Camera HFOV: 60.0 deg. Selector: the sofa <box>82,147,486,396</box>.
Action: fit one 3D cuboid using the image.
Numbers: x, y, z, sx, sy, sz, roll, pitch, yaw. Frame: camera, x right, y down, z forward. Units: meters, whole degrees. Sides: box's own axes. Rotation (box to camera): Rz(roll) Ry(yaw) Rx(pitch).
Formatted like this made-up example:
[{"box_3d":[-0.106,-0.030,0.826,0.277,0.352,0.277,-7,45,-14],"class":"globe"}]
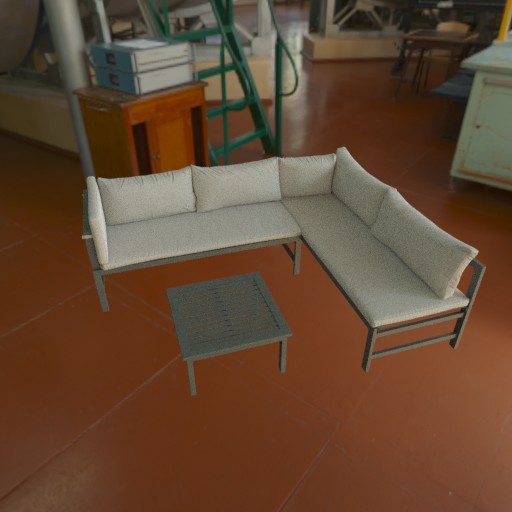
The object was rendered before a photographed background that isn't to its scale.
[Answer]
[{"box_3d":[0.000,0.000,2.932,2.096,0.758,1.658,-10,36,-14],"class":"sofa"}]
